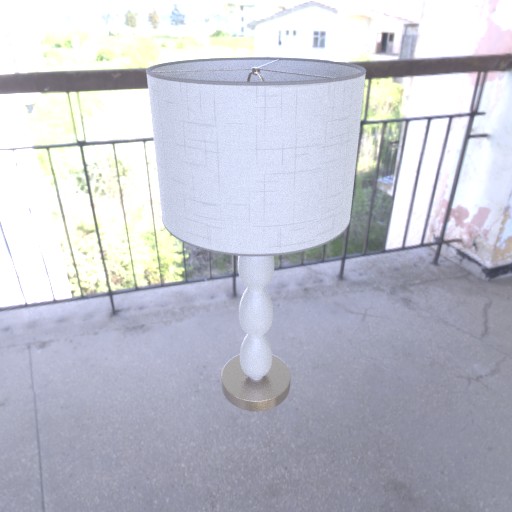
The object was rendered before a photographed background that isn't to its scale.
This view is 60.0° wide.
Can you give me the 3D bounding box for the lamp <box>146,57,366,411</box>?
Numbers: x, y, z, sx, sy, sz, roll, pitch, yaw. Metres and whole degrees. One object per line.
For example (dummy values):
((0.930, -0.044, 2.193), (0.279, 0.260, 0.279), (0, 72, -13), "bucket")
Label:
((0.000, 0.000, 0.709), (0.280, 0.559, 0.282), (-7, 30, -13), "lamp")
